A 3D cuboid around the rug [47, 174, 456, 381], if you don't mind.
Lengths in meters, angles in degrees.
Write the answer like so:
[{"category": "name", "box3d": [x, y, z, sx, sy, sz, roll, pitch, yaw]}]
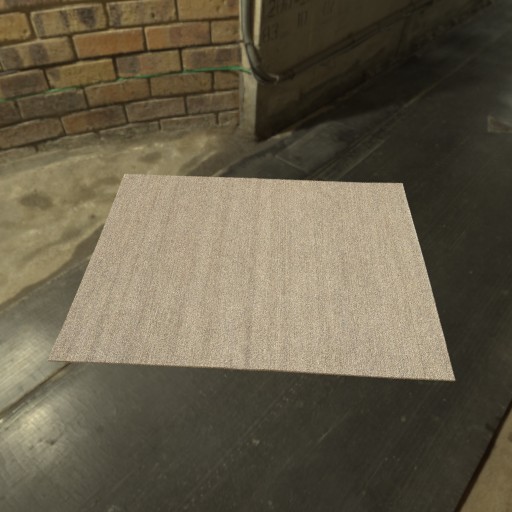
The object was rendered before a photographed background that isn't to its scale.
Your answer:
[{"category": "rug", "box3d": [0.000, 0.000, 4.823, 3.626, 0.051, 2.757, 2, 47, 2]}]
